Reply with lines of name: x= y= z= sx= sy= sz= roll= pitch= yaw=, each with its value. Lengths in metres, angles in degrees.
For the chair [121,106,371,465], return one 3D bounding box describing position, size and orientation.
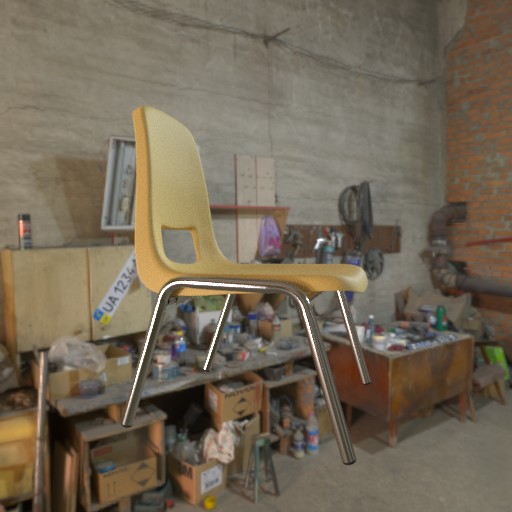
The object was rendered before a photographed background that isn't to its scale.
chair: x=0.000 y=0.000 z=0.793 sx=0.385 sy=0.536 sz=0.354 roll=1 pitch=2 yaw=18
